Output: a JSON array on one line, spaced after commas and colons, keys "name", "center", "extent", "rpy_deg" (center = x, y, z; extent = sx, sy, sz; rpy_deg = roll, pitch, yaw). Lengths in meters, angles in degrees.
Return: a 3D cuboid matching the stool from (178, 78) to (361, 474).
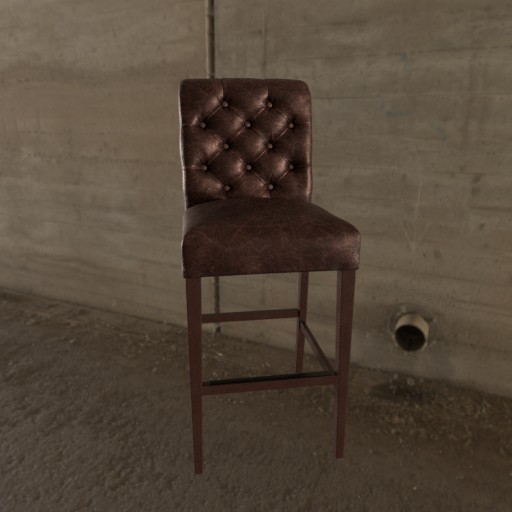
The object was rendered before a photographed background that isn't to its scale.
[{"name": "stool", "center": [0.000, 0.000, 1.495], "extent": [0.483, 1.168, 0.659], "rpy_deg": [-2, 17, -8]}]
